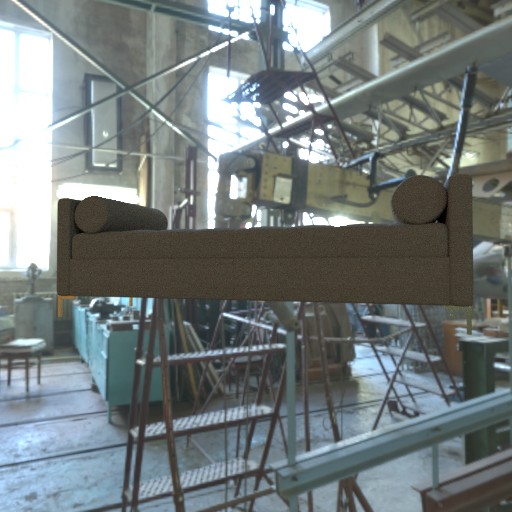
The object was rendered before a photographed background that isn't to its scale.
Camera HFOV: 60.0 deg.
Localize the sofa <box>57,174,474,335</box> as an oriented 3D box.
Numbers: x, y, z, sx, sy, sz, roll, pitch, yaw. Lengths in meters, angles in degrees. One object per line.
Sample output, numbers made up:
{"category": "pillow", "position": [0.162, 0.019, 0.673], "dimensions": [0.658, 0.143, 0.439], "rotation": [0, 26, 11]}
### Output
{"category": "sofa", "position": [0.000, 0.000, 2.329], "dimensions": [1.981, 0.635, 0.686], "rotation": [0, -1, 18]}
